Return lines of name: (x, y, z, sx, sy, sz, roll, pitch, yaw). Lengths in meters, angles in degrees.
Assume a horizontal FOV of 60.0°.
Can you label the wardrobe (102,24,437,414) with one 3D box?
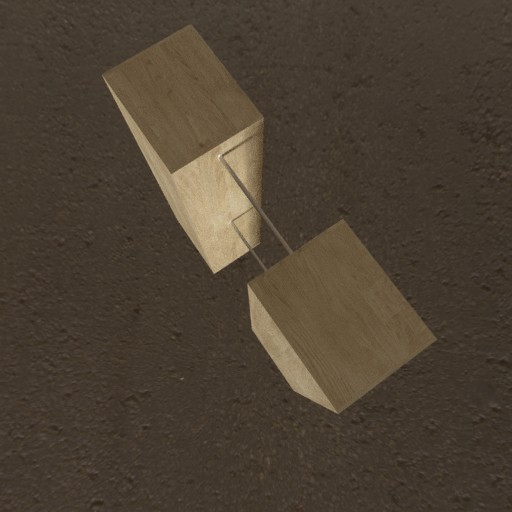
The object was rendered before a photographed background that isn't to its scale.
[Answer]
wardrobe: (0.000, 0.000, 2.829, 0.480, 2.000, 1.770, -34, 78, -8)
